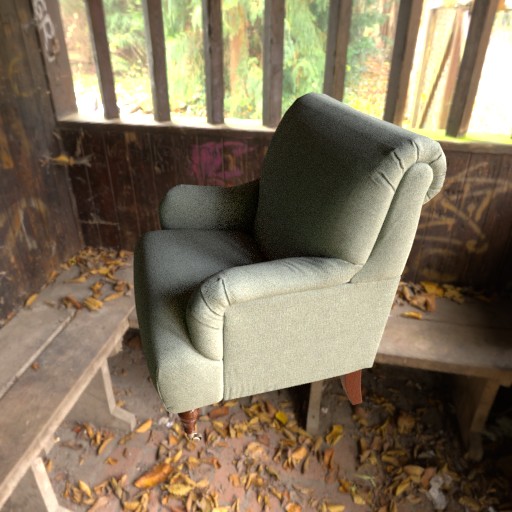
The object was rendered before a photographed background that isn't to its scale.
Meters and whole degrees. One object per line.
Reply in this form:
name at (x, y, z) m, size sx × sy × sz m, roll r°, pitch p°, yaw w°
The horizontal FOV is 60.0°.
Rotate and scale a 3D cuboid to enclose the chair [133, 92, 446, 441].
chair at (0.000, 0.000, 1.921) m, size 1.060 × 1.178 × 0.964 m, roll -9°, pitch 31°, yaw -15°
